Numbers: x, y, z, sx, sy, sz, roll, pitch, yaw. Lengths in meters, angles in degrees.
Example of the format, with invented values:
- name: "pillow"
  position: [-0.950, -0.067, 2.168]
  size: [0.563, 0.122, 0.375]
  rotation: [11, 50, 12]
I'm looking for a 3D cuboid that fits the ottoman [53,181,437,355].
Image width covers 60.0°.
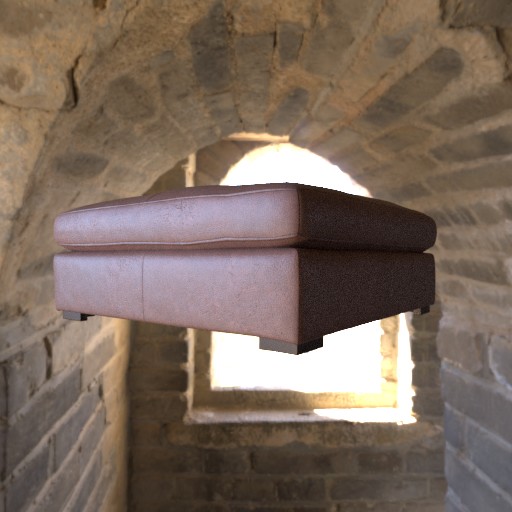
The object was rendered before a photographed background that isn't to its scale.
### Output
- name: "ottoman"
  position: [0.000, 0.000, 1.830]
  size: [1.168, 0.490, 1.168]
  rotation: [0, 0, 37]
